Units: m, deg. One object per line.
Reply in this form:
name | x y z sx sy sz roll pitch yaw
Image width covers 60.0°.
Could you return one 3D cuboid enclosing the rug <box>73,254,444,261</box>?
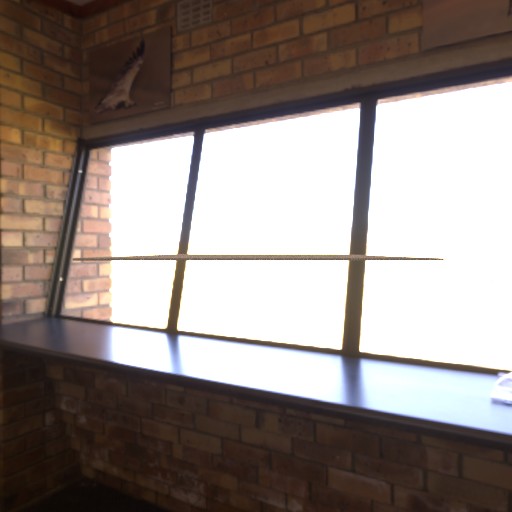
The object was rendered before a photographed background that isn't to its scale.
rug | 0.000 0.000 2.233 1.143 0.008 1.753 0 1 -1
